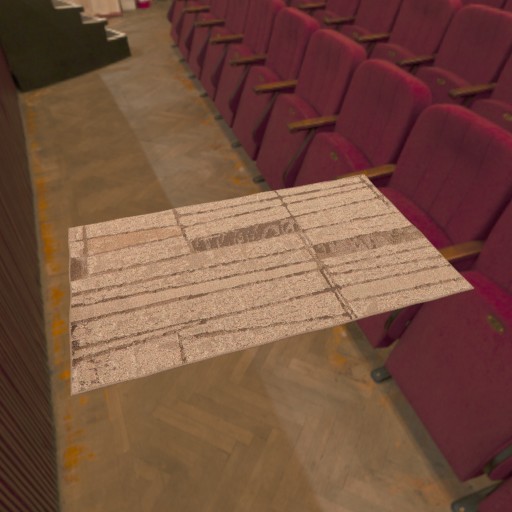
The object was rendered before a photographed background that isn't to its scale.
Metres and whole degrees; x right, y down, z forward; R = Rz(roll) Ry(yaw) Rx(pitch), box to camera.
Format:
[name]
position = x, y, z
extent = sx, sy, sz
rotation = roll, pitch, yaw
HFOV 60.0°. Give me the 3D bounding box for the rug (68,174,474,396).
[rug]
position = 0.000, 0.000, 1.077
extent = 0.867, 0.007, 0.515
rotation = -12, 43, -13
